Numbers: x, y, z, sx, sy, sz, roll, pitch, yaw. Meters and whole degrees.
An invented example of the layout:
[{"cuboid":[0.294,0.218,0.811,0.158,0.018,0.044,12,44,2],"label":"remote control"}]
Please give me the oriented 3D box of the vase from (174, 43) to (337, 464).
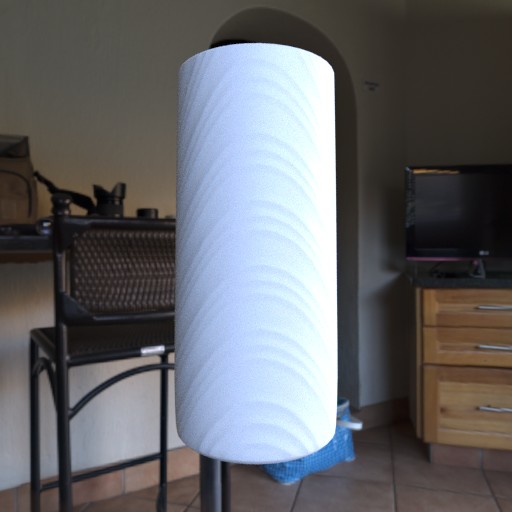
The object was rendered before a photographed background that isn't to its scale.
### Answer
[{"cuboid":[0.000,0.000,0.396,0.143,0.316,0.143,0,0,0],"label":"vase"}]
